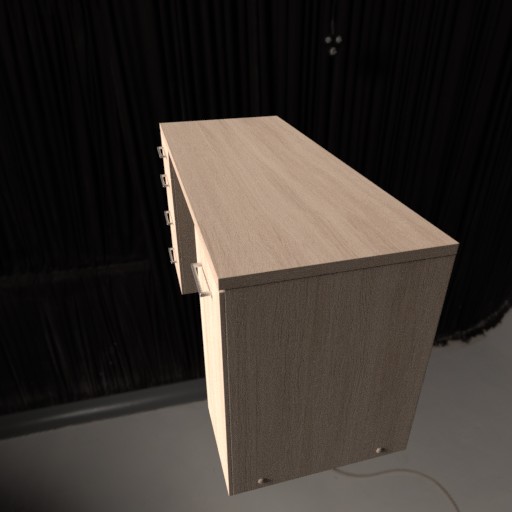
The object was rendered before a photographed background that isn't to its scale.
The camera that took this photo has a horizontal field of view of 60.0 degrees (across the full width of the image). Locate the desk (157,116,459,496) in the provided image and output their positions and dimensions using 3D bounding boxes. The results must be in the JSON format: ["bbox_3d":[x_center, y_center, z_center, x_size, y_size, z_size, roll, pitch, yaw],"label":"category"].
[{"bbox_3d":[0.000,0.000,1.725,0.600,0.740,1.390,-8,31,-13],"label":"desk"}]
